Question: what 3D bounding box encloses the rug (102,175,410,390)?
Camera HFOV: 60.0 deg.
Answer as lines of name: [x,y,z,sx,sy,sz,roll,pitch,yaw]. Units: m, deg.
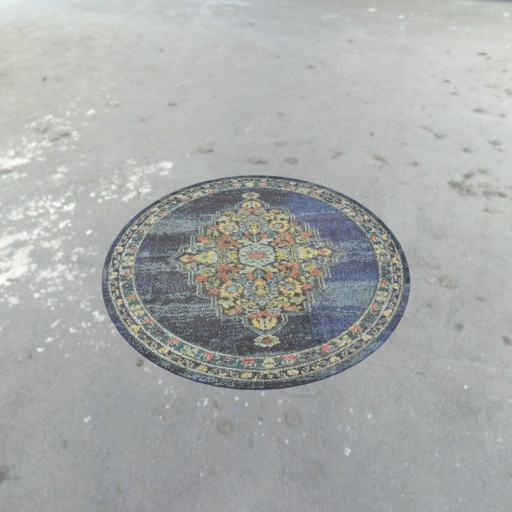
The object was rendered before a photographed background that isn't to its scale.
rug: [0.000,0.000,3.538,2.386,0.014,2.386,0,42,0]
